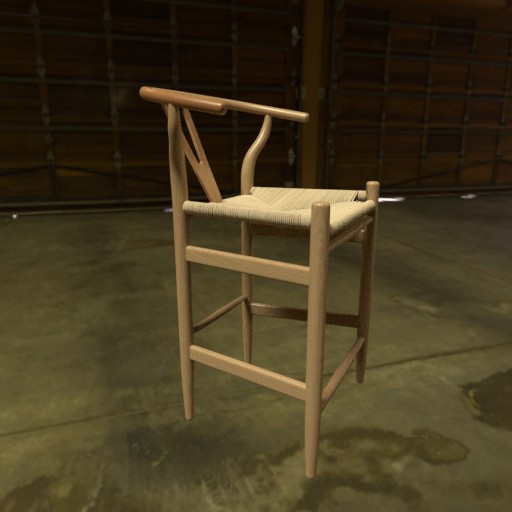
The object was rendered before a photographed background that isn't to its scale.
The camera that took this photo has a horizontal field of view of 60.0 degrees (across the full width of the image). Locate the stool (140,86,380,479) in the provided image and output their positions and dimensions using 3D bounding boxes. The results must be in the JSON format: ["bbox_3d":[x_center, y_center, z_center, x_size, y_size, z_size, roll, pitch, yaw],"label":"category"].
[{"bbox_3d":[0.000,0.000,1.276,0.575,0.923,0.536,7,17,26],"label":"stool"}]
